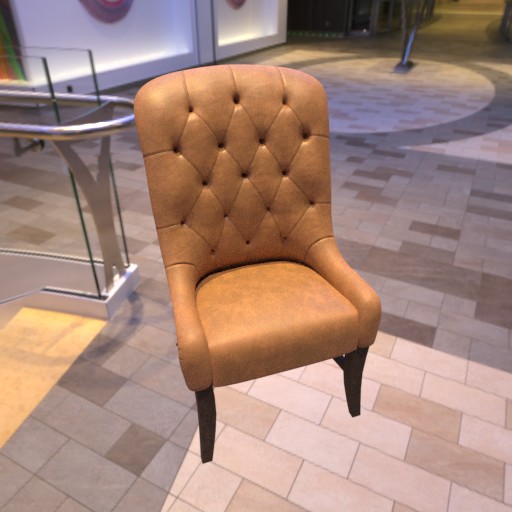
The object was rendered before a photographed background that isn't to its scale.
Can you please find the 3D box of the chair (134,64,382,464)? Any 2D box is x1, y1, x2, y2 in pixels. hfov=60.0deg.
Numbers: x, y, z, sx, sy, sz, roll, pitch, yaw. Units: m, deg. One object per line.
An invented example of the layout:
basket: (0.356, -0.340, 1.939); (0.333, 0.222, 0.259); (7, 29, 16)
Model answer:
chair: (0.000, 0.000, 1.461); (0.634, 1.091, 0.629); (-10, 34, -16)
